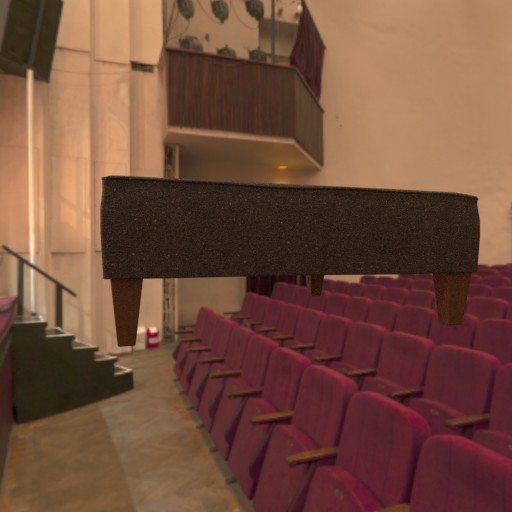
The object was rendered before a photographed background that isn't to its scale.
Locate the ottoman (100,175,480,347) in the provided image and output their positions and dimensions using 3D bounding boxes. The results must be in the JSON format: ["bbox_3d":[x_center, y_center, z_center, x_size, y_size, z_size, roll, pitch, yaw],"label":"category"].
[{"bbox_3d":[0.000,0.000,1.527,1.004,0.382,0.968,0,1,-18],"label":"ottoman"}]
